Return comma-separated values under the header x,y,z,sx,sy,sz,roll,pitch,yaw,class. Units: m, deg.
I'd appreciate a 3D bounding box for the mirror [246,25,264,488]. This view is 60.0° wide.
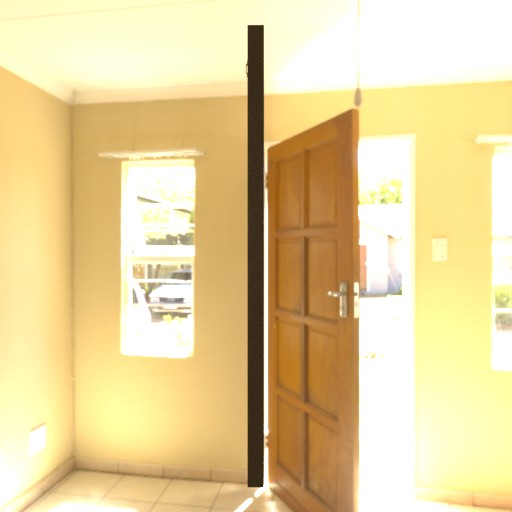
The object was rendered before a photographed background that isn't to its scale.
x,y,z,sx,sy,sz,roll,pitch,yaw,class
0.000,0.000,1.354,0.041,1.016,0.762,0,0,0,mirror
